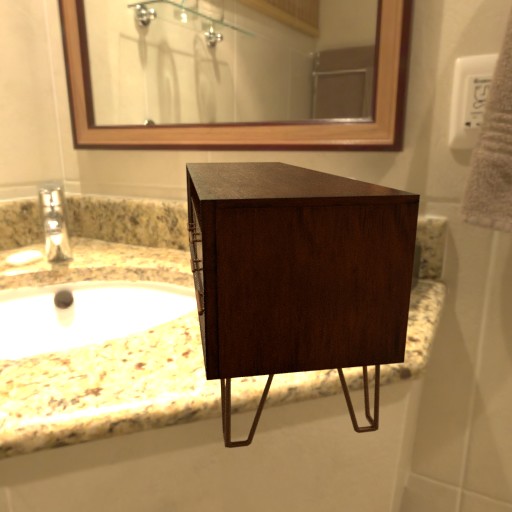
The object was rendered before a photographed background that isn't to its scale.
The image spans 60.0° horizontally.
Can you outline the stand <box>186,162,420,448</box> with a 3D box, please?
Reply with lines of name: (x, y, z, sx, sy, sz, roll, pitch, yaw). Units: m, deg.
stand: (0.000, 0.000, 1.643, 0.481, 0.610, 1.372, -3, 15, -10)
